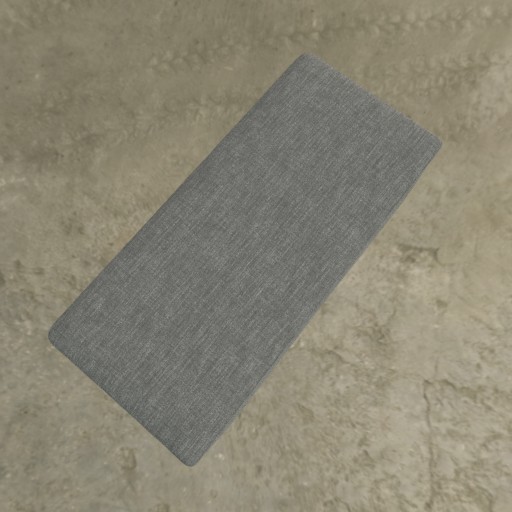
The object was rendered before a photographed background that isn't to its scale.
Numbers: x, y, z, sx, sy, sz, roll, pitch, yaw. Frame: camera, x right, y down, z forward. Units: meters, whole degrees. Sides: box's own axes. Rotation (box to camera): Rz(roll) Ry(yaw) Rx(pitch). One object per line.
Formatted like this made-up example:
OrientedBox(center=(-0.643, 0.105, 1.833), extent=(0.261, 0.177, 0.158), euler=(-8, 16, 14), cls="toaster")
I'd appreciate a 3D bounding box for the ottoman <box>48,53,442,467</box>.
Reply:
OrientedBox(center=(0.000, 0.000, 1.132), extent=(0.419, 0.432, 0.902), euler=(38, 78, 9), cls="ottoman")
